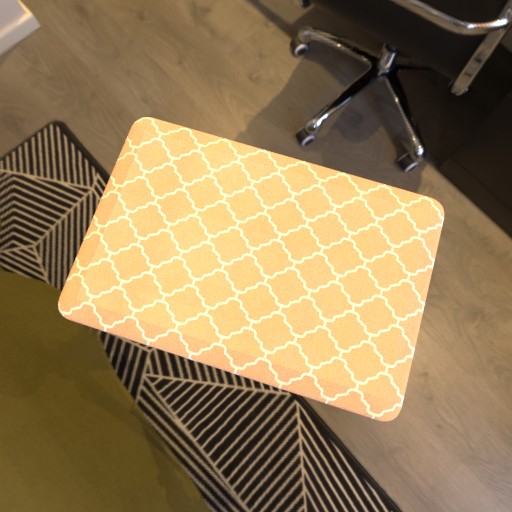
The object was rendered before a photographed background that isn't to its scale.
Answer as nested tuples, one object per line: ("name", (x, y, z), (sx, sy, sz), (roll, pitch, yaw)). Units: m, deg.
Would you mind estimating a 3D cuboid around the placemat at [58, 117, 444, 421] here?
("placemat", (0.000, 0.000, 0.980), (0.762, 0.021, 0.508), (17, 77, 4))
